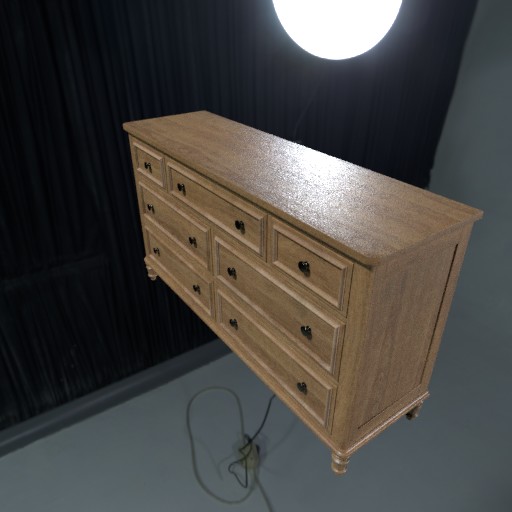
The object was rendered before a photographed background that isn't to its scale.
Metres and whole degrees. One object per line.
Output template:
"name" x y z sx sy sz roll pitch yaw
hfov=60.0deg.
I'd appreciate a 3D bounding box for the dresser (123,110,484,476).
"dresser" 0.000 0.000 1.933 0.468 0.892 1.583 -20 36 -30
